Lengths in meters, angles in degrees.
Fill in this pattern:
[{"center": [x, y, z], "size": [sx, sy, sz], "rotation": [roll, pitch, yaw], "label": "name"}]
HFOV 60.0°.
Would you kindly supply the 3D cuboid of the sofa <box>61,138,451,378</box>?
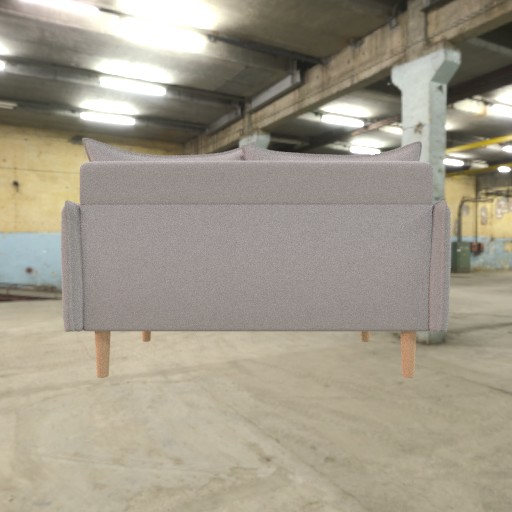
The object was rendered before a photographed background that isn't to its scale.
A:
[{"center": [0.000, 0.000, 1.855], "size": [1.300, 0.840, 0.820], "rotation": [0, 1, 0], "label": "sofa"}]
